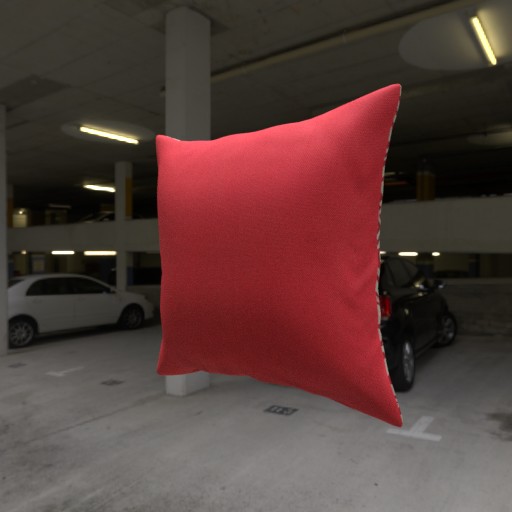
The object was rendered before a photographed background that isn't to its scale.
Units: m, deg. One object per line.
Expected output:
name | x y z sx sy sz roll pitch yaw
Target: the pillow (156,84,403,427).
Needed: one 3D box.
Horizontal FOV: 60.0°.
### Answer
pillow | 0.000 0.000 0.792 0.522 0.507 0.192 1 1 36
